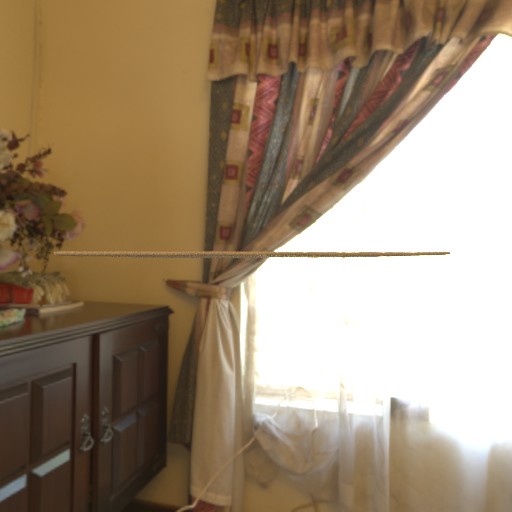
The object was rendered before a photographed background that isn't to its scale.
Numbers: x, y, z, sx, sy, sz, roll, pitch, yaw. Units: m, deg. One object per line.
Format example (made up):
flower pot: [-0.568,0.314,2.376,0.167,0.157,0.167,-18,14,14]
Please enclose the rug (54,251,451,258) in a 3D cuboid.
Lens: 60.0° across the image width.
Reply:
rug: [0.000,0.000,2.965,1.575,0.023,2.459,0,0,1]
